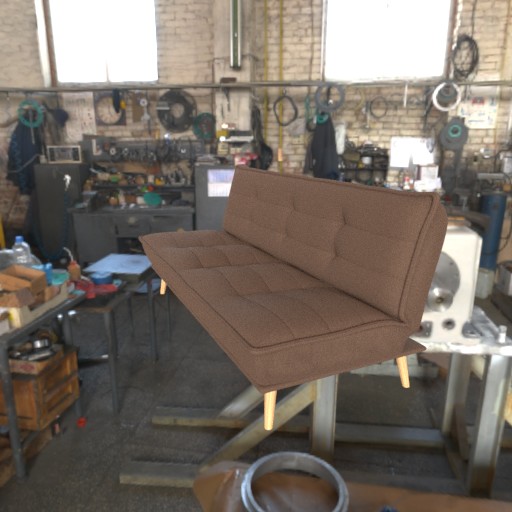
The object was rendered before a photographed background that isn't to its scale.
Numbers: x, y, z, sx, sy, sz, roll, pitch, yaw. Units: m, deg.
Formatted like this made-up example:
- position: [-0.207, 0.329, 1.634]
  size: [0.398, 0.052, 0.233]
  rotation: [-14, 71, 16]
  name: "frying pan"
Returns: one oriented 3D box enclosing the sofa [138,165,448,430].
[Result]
- position: [0.000, 0.000, 2.482]
  size: [0.950, 0.890, 1.940]
  rotation: [-7, 17, -24]
  name: "sofa"
